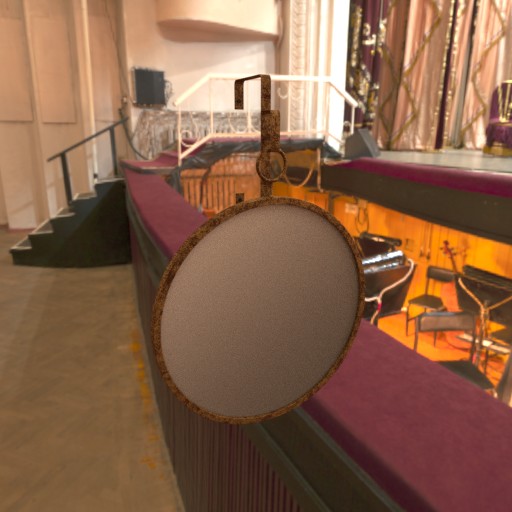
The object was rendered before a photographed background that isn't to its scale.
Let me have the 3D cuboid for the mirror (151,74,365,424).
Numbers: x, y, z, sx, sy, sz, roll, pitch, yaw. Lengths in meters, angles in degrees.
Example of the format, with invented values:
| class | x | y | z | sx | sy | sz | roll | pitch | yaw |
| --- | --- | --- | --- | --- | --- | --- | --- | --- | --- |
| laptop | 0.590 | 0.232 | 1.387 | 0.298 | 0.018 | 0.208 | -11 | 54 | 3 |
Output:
| class | x | y | z | sx | sy | sz | roll | pitch | yaw |
| --- | --- | --- | --- | --- | --- | --- | --- | --- | --- |
| mirror | 0.000 | 0.000 | 0.861 | 0.447 | 0.651 | 0.144 | -8 | 18 | -26 |
